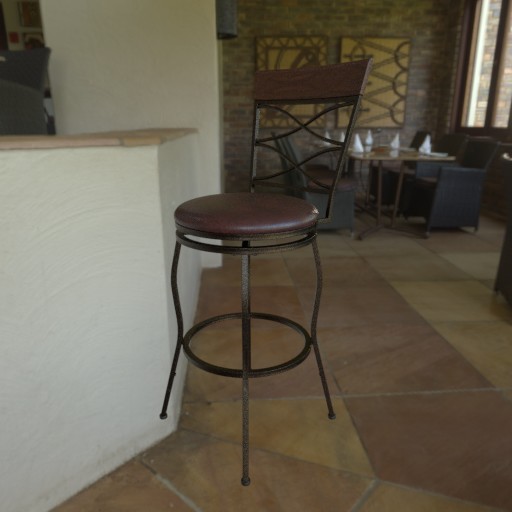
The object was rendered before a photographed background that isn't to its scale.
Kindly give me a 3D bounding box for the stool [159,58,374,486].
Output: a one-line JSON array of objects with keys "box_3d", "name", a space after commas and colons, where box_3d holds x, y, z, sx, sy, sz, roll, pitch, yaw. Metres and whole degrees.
[{"box_3d": [0.000, 0.000, 1.373, 0.513, 1.130, 0.448, -16, 23, -43], "name": "stool"}]
